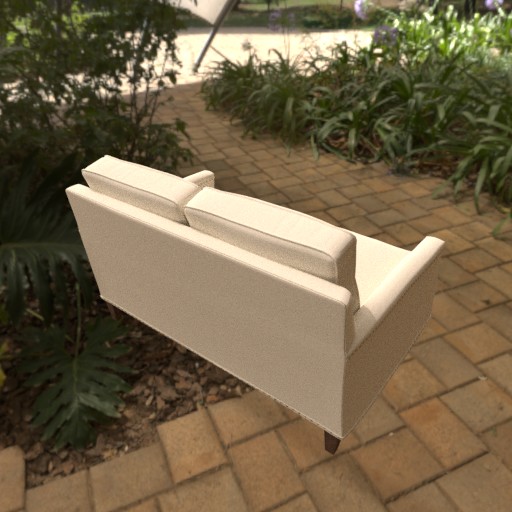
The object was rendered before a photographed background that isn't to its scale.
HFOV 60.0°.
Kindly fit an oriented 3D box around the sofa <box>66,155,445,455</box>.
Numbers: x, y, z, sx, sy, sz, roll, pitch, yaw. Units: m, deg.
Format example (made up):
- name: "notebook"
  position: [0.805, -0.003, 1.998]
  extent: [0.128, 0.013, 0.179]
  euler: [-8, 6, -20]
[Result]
- name: "sofa"
  position: [0.000, 0.000, 2.273]
  extent: [1.597, 1.003, 1.084]
  euler: [22, 37, 31]
